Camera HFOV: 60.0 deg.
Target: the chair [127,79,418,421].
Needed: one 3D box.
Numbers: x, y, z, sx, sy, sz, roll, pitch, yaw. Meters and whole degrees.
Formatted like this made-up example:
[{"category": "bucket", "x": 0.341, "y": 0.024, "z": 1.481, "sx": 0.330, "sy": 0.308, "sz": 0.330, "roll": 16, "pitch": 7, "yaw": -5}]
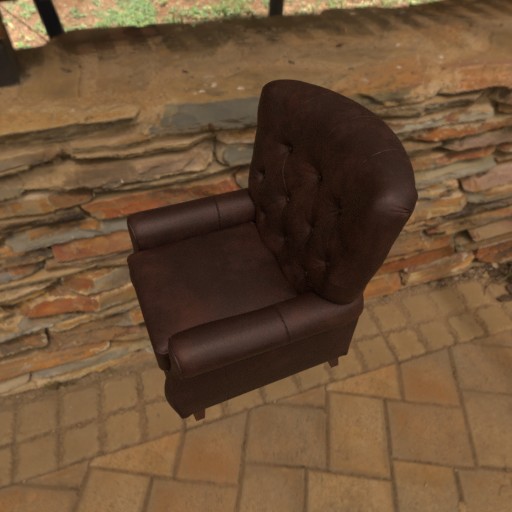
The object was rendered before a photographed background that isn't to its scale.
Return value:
[{"category": "chair", "x": 0.000, "y": 0.000, "z": 1.913, "sx": 1.058, "sy": 1.158, "sz": 0.948, "roll": -17, "pitch": 48, "yaw": -16}]
